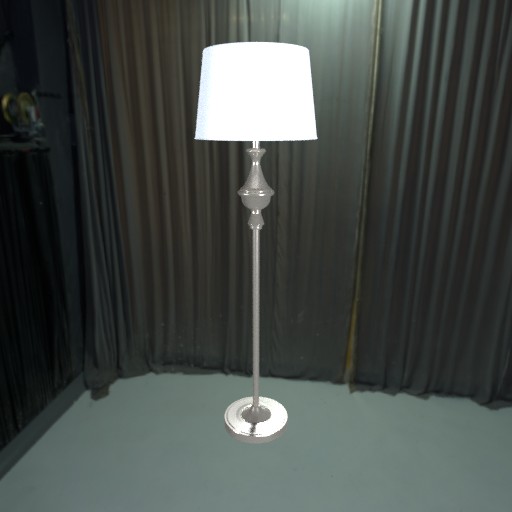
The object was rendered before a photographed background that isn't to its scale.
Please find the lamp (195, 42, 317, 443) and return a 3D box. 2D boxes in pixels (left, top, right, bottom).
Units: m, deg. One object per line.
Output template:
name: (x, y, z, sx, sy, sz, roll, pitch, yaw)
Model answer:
lamp: (0.000, 0.000, 1.694, 0.431, 1.488, 0.431, 0, 17, 0)
